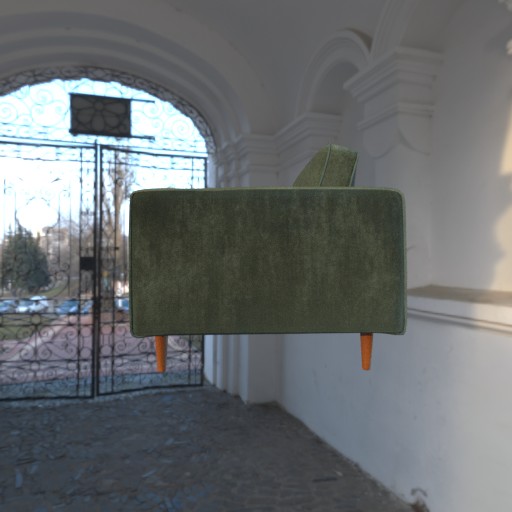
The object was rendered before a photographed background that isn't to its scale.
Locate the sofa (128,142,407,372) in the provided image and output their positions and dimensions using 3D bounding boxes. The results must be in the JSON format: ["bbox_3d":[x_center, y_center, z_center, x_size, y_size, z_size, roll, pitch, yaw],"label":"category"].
[{"bbox_3d":[0.000,0.000,2.248,0.886,0.781,1.816,0,0,-2],"label":"sofa"}]
